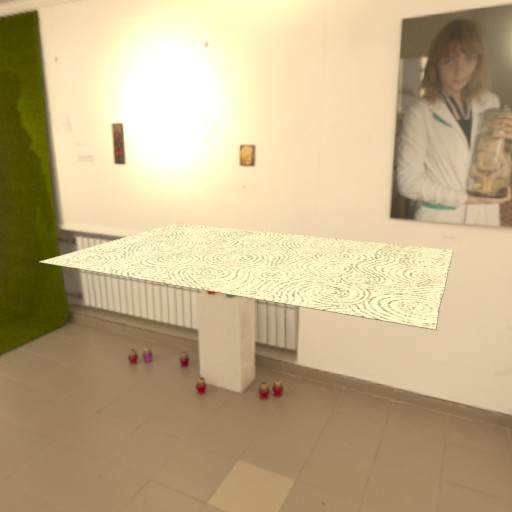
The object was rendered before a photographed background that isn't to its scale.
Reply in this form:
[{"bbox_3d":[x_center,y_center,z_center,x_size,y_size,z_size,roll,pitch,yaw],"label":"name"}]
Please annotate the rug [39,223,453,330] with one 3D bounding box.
[{"bbox_3d":[0.000,0.000,3.058,2.439,0.005,1.524,7,17,25],"label":"rug"}]
